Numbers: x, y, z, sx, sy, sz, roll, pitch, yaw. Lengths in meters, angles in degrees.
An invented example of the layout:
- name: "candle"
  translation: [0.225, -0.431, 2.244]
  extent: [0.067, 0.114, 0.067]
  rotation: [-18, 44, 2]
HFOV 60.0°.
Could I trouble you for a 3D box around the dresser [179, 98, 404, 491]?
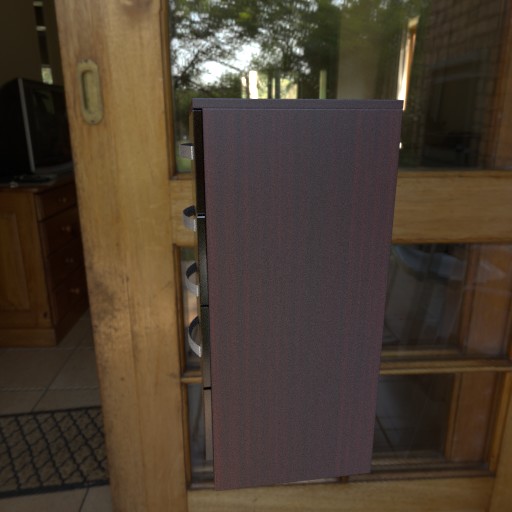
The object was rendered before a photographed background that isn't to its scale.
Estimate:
- name: "dresser"
  translation: [0.000, 0.000, 1.131]
  extent: [0.360, 0.720, 0.750]
  rotation: [-2, 17, -8]
